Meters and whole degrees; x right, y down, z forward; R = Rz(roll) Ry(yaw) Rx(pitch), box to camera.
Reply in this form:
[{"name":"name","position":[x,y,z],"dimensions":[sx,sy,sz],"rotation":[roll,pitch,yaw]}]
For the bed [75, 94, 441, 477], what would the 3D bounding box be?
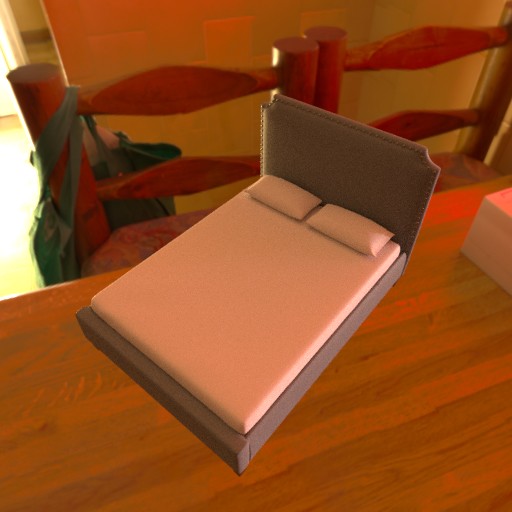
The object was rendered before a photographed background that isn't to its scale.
[{"name":"bed","position":[0.000,0.000,3.497],"dimensions":[1.712,1.443,2.372],"rotation":[30,52,27]}]
